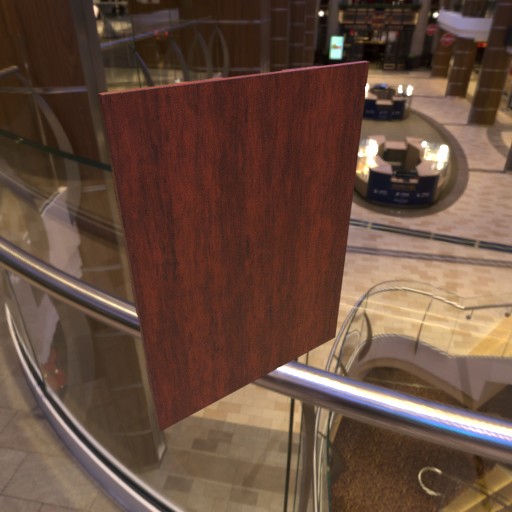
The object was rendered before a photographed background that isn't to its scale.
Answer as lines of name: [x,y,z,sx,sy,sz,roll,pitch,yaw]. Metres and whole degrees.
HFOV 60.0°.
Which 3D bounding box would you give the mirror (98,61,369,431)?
mirror: [0.000,0.000,1.049,0.600,0.805,0.021,-20,37,-30]
